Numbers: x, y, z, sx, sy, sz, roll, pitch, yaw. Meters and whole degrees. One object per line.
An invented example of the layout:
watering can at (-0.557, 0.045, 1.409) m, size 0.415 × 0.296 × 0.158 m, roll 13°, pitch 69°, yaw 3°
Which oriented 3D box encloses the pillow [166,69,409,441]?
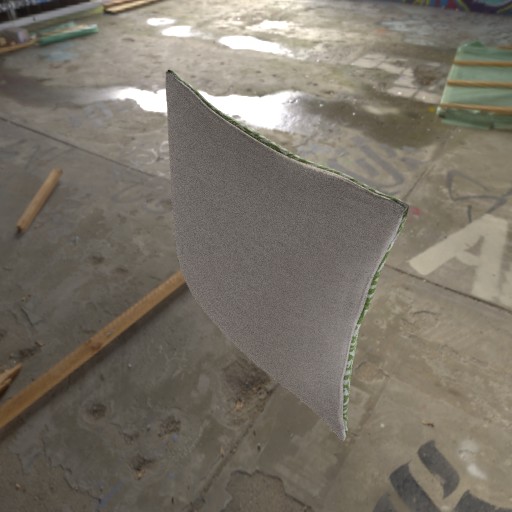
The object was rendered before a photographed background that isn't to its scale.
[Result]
pillow at (0.000, 0.000, 0.650) m, size 0.162 × 0.419 × 0.440 m, roll -27°, pitch 48°, yaw -27°
